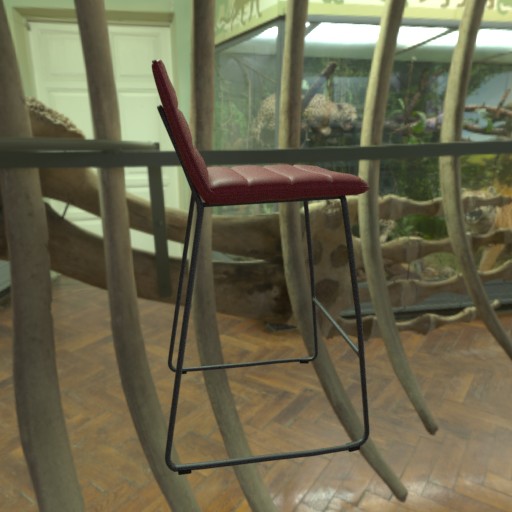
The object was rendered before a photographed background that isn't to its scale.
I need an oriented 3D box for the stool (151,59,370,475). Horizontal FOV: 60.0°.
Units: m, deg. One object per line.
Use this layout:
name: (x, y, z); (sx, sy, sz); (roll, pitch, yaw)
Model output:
stool: (0.000, 0.000, 1.207); (0.524, 0.937, 0.489); (-3, 16, -10)
